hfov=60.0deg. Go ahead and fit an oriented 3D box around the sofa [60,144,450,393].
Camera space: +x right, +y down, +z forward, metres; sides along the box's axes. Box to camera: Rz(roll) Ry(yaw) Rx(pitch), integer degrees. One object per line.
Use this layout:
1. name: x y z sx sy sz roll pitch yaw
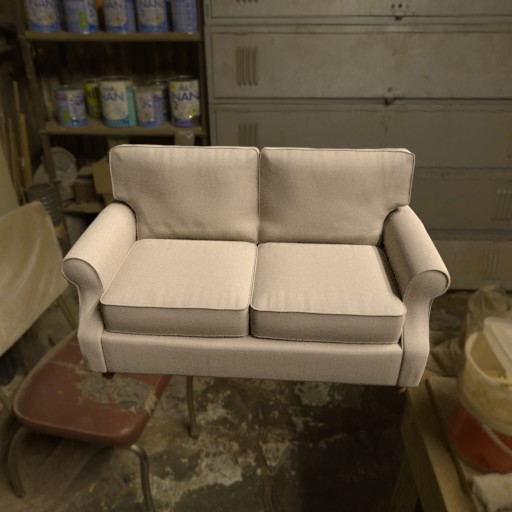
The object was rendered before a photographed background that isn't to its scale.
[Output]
1. sofa: 0.000 0.000 2.206 1.665 0.937 0.964 2 30 3
